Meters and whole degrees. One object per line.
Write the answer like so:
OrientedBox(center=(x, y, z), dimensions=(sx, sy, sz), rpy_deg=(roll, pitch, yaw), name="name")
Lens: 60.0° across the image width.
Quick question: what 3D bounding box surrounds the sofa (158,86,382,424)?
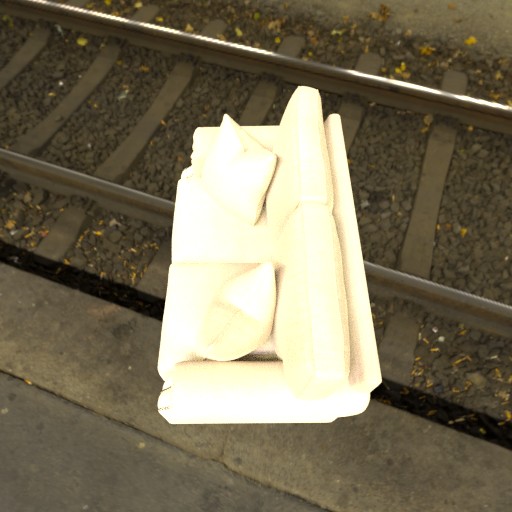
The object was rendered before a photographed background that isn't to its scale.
OrientedBox(center=(0.000, 0.000, 2.359), dimensions=(0.966, 0.966, 1.701), rpy_deg=(0, 58, 0), name="sofa")
